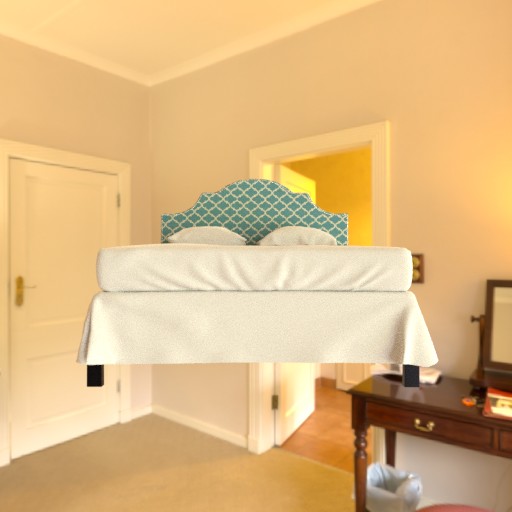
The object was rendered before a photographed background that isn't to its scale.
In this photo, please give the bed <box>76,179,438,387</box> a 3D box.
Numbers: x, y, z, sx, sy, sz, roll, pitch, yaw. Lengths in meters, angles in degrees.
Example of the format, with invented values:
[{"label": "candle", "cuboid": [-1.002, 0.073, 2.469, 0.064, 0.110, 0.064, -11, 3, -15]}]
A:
[{"label": "bed", "cuboid": [0.000, 0.000, 3.715, 2.314, 1.601, 2.222, 0, 0, 0]}]
